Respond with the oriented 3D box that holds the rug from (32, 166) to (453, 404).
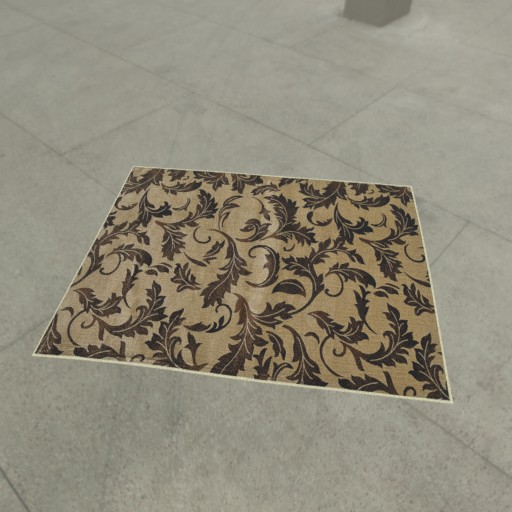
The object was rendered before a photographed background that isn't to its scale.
[{"bbox_3d":[0.000,0.000,3.887,2.977,0.008,2.380,5,47,5],"label":"rug"}]
